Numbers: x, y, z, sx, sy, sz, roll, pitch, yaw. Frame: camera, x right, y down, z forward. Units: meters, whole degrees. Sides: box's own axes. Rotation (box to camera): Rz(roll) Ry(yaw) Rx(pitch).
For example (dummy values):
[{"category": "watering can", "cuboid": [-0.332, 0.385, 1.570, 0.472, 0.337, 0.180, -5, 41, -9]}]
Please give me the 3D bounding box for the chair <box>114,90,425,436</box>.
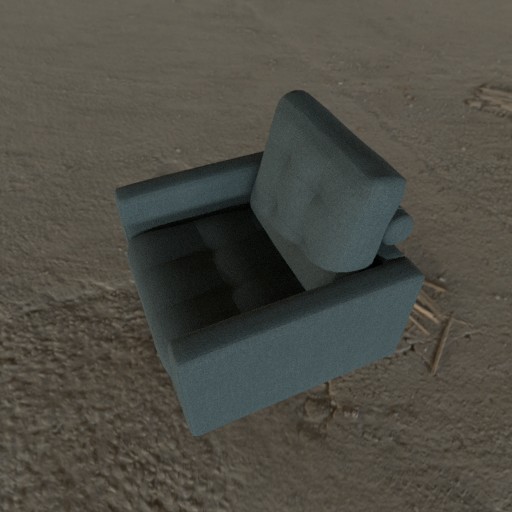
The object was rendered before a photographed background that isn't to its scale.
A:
[{"category": "chair", "cuboid": [0.000, 0.000, 1.569, 0.843, 0.880, 0.821, -17, 48, -16]}]
